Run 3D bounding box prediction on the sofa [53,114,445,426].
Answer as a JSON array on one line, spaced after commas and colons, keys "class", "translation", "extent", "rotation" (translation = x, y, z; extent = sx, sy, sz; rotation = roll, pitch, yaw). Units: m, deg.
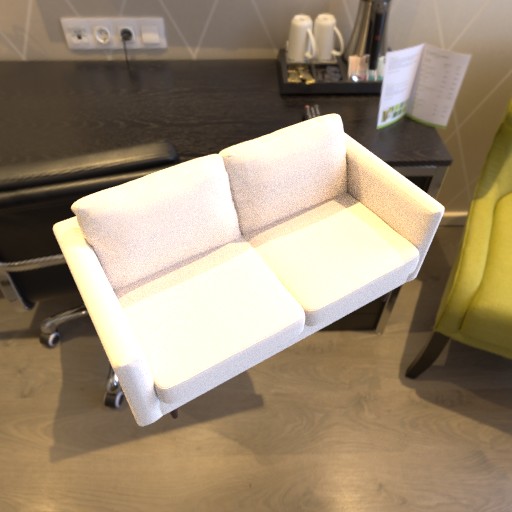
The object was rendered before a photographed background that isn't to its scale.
[{"class": "sofa", "translation": [0.000, 0.000, 2.309], "extent": [1.713, 0.893, 0.940], "rotation": [-24, 52, -21]}]
